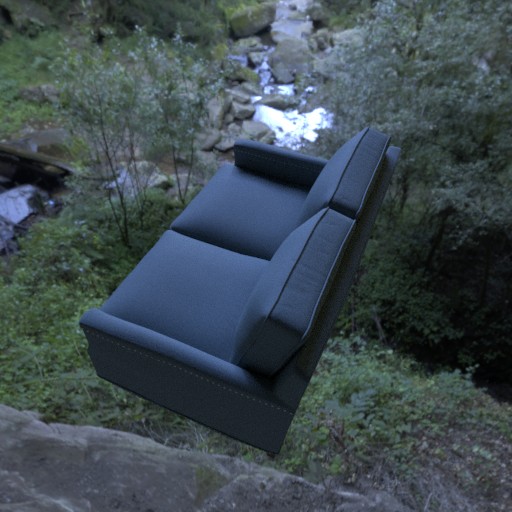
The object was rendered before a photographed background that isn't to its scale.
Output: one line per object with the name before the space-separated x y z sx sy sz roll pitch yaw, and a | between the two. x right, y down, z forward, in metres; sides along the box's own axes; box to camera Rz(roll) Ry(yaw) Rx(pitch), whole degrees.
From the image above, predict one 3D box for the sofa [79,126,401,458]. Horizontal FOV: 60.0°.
sofa | 0.000 0.000 2.327 1.084 1.003 1.597 18 49 16
